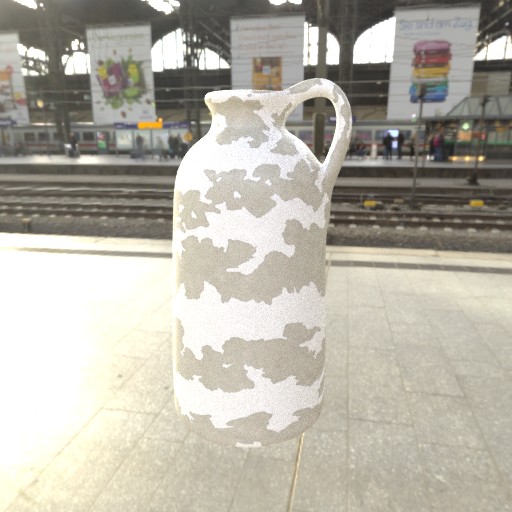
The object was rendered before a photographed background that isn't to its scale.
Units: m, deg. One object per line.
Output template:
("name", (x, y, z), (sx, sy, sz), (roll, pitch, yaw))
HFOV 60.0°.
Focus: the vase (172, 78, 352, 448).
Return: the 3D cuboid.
("vase", (0.000, 0.000, 0.513), (0.203, 0.382, 0.186), (2, 15, 9))
